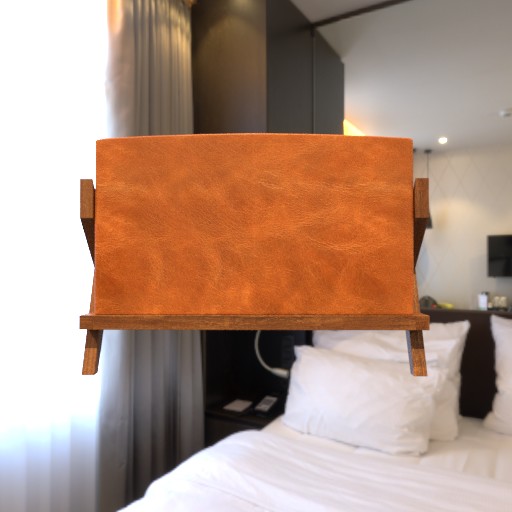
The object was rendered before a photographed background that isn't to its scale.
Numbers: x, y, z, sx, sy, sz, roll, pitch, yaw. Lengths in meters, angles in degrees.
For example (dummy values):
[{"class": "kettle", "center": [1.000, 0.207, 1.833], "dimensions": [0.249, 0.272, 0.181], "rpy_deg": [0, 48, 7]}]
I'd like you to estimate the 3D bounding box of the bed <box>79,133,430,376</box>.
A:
[{"class": "bed", "center": [0.000, 0.000, 3.245], "dimensions": [1.651, 1.168, 2.311], "rpy_deg": [0, -1, 1]}]
